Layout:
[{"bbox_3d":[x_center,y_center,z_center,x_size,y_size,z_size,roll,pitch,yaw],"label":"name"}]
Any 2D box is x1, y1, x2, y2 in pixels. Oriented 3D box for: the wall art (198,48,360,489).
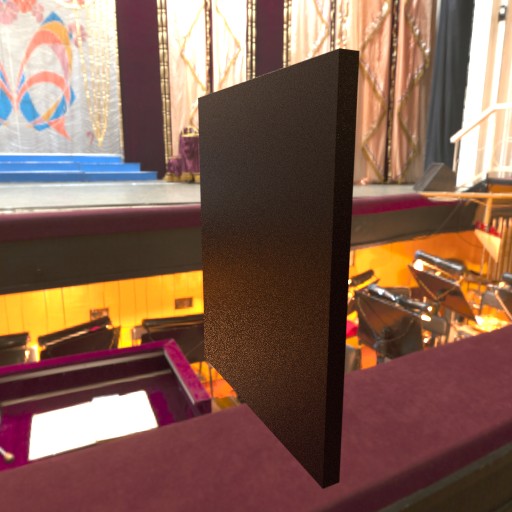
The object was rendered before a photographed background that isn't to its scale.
[{"bbox_3d":[0.000,0.000,0.748,0.028,0.557,0.457,-6,14,-26],"label":"wall art"}]
